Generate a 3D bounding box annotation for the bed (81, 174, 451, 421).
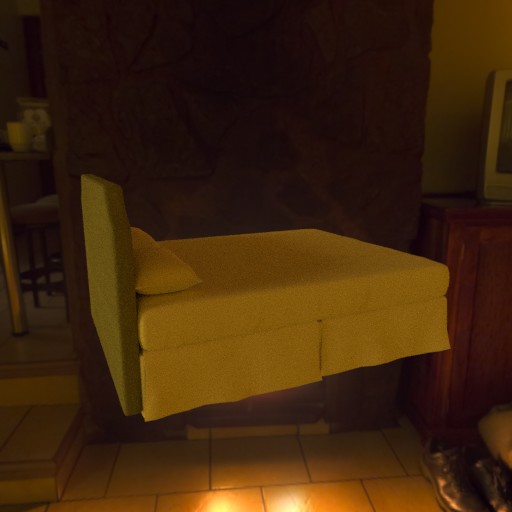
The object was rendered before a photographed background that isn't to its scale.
[{"bbox_3d":[0.000,0.000,3.621,2.464,1.306,1.977,-6,14,-25],"label":"bed"}]
